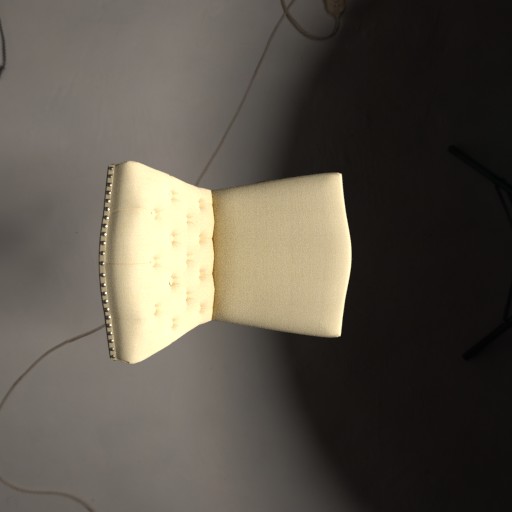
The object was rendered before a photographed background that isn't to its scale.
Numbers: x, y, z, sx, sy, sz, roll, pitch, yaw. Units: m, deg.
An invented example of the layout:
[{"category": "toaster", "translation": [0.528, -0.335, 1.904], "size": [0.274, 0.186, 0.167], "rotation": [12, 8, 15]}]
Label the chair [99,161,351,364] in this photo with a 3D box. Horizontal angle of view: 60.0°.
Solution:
[{"category": "chair", "translation": [0.000, 0.000, 1.561], "size": [0.715, 1.165, 0.623], "rotation": [0, 92, -1]}]
